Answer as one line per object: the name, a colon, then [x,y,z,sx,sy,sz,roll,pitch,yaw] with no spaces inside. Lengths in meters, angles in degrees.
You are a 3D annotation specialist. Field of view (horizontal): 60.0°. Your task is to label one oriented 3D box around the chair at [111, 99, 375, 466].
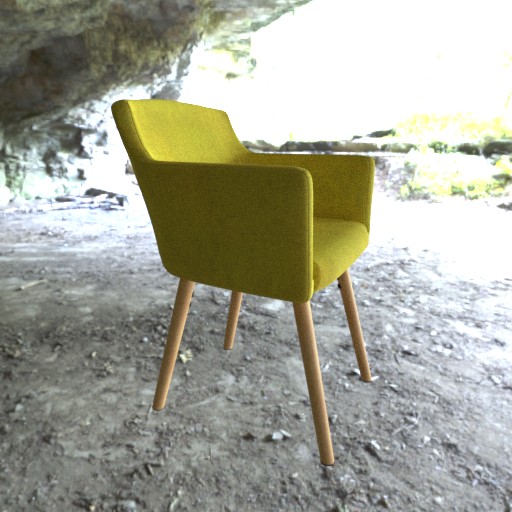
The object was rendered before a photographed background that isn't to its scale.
chair: [0.000,0.000,1.151,0.570,0.780,0.570,7,17,25]
